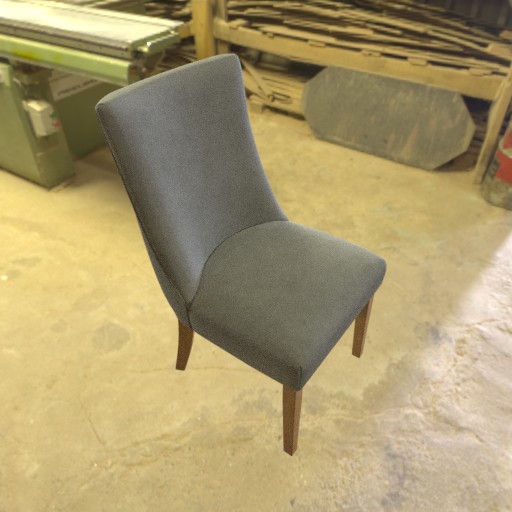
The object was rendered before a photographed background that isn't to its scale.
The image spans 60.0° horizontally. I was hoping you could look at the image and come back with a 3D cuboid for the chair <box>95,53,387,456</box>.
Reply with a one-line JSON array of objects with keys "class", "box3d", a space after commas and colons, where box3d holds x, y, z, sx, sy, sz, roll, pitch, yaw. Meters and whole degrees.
[{"class": "chair", "box3d": [0.000, 0.000, 1.243, 0.610, 0.902, 0.495, 25, 46, 27]}]
